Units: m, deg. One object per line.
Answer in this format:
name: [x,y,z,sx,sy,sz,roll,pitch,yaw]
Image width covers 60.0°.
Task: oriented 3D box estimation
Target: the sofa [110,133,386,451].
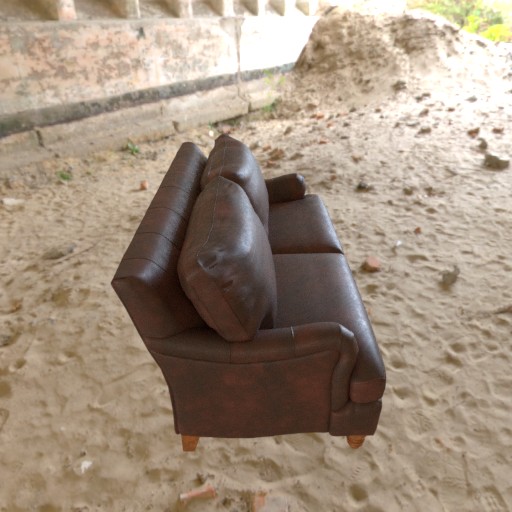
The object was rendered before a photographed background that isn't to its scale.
sofa: [0.000,0.000,2.785,1.147,1.071,2.144,0,29,-1]
